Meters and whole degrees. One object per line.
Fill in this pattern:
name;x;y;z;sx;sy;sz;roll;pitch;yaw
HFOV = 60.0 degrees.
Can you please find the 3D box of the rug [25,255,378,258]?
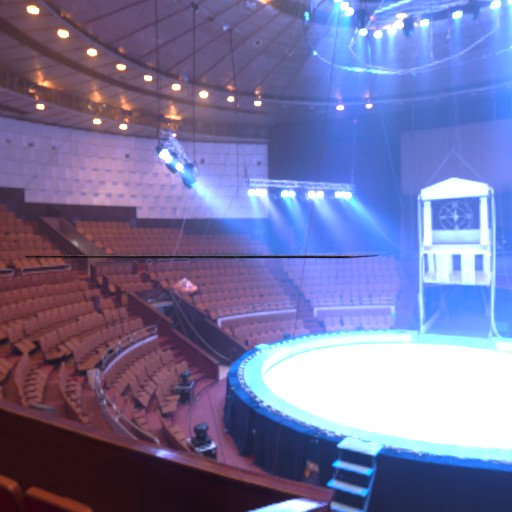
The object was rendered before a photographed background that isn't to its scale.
rug;0.000;0.000;2.198;1.102;0.008;1.795;0;0;18
